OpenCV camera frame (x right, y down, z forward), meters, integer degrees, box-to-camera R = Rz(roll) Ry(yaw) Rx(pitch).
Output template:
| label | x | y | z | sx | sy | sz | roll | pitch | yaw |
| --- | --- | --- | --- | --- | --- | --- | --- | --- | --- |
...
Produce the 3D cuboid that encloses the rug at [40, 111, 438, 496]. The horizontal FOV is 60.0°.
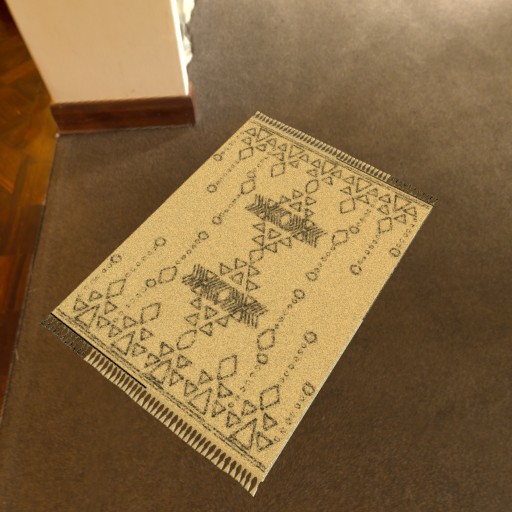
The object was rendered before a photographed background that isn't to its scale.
| label | x | y | z | sx | sy | sz | roll | pitch | yaw |
| --- | --- | --- | --- | --- | --- | --- | --- | --- | --- |
| rug | 0.000 | 0.000 | 2.945 | 1.600 | 0.013 | 2.312 | 31 | 64 | 17 |
